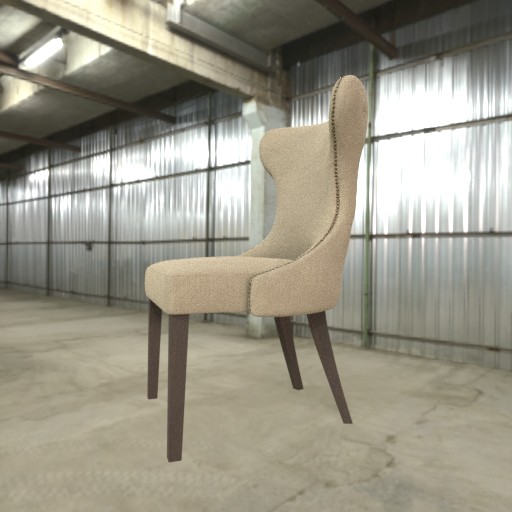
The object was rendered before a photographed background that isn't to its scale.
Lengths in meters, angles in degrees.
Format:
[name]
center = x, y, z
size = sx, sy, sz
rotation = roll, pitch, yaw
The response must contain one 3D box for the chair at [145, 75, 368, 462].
[chair]
center = 0.000, 0.000, 1.381
size = 0.635, 0.967, 0.628
rotation = 0, 0, -19
